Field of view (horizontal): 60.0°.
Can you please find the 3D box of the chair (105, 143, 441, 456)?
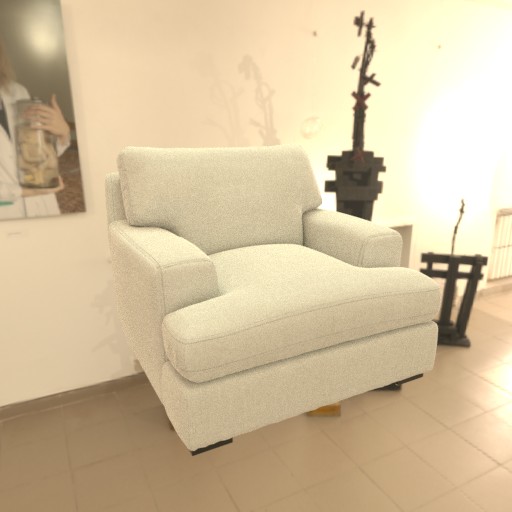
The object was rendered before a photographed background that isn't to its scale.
[{"bbox_3d":[0.000,0.000,1.962,1.140,0.930,1.158,-8,18,-26],"label":"chair"}]
